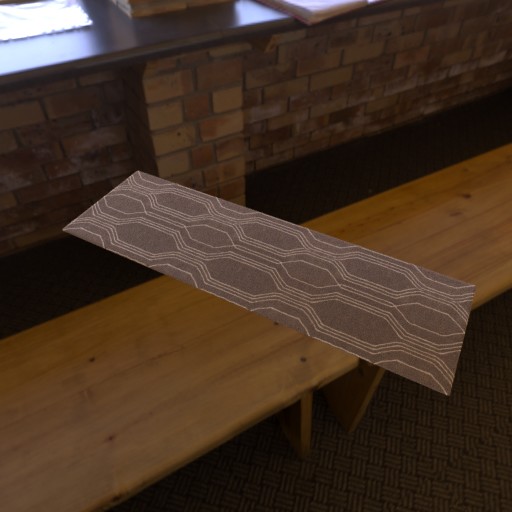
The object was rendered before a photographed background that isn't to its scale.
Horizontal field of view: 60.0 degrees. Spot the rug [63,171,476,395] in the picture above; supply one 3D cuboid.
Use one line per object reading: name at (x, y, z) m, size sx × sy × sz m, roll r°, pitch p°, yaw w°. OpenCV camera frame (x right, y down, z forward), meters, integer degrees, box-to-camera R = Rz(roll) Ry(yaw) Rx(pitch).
rug at (0.000, 0.000, 2.722) m, size 2.464 × 0.012 × 0.773 m, roll 21°, pitch 48°, yaw 20°
